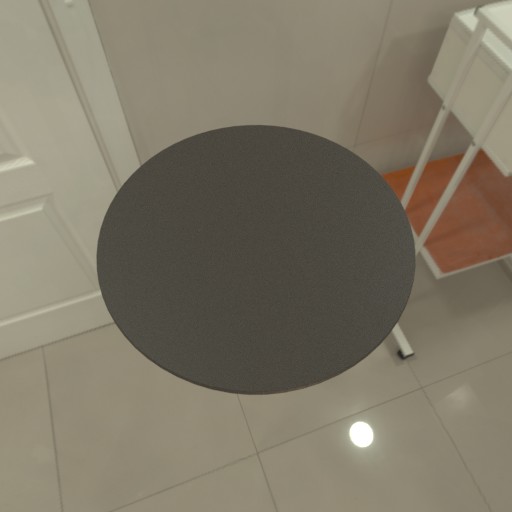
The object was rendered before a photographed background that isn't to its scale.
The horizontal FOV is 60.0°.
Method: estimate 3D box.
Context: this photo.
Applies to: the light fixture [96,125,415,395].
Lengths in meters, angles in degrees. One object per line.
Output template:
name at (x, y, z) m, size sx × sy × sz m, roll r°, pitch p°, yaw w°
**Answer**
light fixture at (0.000, 0.000, 0.559) m, size 0.368 × 0.100 × 0.368 m, roll 0°, pitch 58°, yaw 0°
